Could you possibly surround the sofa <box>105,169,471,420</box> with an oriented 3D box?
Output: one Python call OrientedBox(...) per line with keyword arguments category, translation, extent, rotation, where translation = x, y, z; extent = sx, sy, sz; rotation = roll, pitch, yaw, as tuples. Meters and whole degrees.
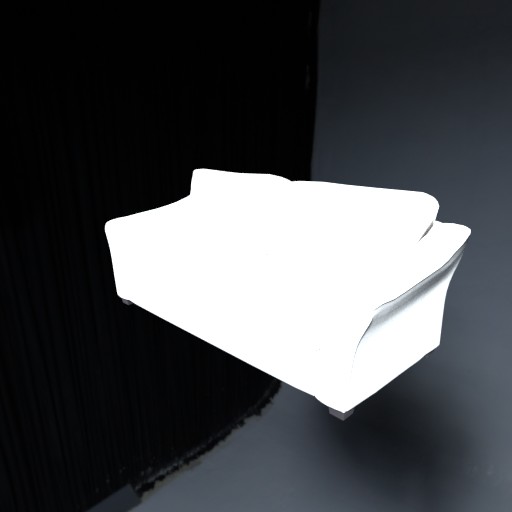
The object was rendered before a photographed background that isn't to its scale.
OrientedBox(category="sofa", translation=(0.000, 0.000, 2.833), extent=(0.980, 0.965, 2.270), rotation=(-16, 22, -43))
